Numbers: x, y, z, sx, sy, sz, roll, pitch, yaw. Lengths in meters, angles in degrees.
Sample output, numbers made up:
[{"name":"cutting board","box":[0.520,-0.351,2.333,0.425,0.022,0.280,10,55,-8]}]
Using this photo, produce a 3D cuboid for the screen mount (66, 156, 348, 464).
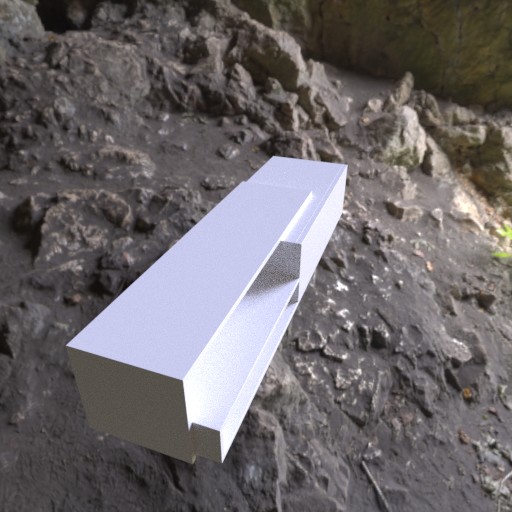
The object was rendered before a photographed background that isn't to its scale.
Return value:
[{"name":"screen mount","box":[0.000,0.000,1.835,0.420,0.320,1.680,11,33,17]}]
